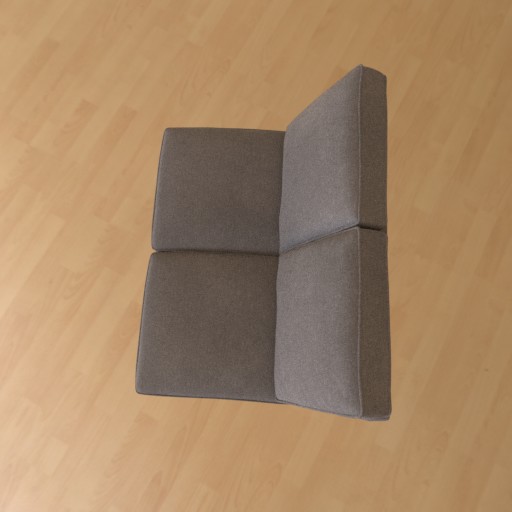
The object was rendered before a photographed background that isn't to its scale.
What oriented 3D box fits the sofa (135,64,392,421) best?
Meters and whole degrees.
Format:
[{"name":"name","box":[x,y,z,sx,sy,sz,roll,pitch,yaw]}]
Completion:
[{"name":"sofa","box":[0.000,0.000,1.918,0.951,1.008,1.237,3,77,1]}]
